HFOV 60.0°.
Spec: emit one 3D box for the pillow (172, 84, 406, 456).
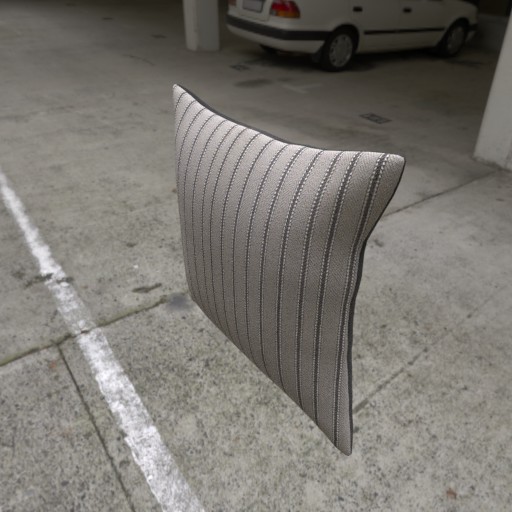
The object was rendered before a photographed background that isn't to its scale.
[{"bbox_3d":[0.000,0.000,0.683,0.138,0.444,0.468,-21,38,-30],"label":"pillow"}]
